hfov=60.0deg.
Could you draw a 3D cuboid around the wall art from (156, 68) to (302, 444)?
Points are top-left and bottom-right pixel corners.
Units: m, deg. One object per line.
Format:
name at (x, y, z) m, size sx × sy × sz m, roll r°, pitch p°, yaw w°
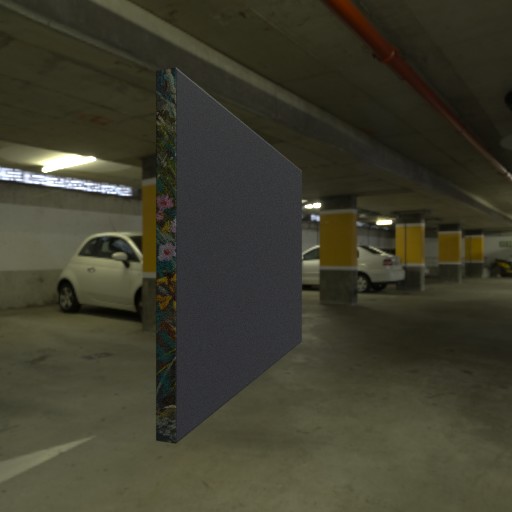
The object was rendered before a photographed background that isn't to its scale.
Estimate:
wall art at (0.000, 0.000, 1.148) m, size 0.037 × 0.604 × 0.908 m, roll 0°, pitch 0°, yaw 19°
